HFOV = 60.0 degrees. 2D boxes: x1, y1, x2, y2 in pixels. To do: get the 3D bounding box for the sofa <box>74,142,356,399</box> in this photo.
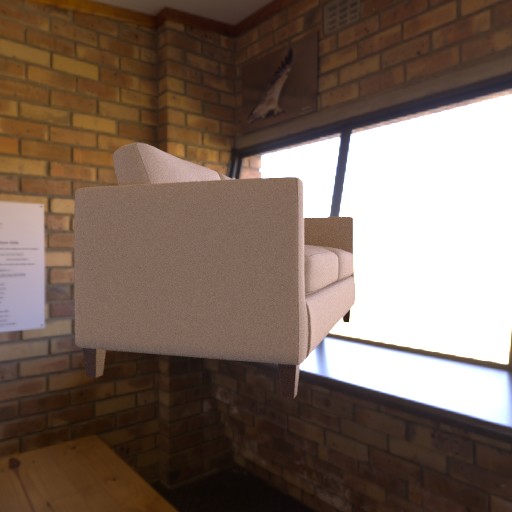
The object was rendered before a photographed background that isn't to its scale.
[{"bbox_3d":[0.000,0.000,2.286,0.873,0.888,1.722,0,0,18],"label":"sofa"}]
